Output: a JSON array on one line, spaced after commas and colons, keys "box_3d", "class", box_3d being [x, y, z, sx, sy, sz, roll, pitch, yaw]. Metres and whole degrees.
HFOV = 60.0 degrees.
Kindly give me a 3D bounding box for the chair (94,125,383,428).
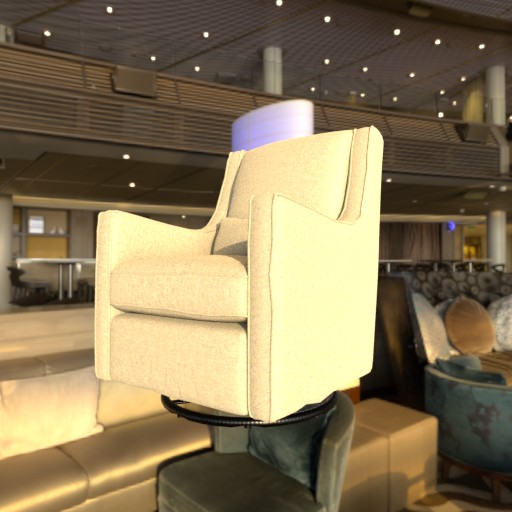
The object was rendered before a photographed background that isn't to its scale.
[{"box_3d": [0.000, 0.000, 1.600, 0.732, 0.993, 0.879, -1, -1, 36], "class": "chair"}]
